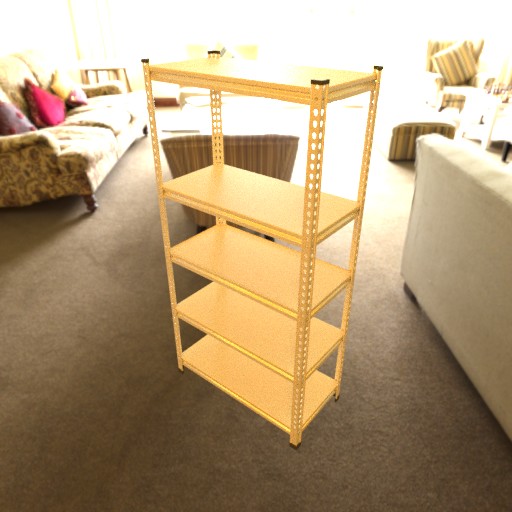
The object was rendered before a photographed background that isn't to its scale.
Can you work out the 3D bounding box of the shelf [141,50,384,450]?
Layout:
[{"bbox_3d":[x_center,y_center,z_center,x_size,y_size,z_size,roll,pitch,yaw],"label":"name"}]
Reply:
[{"bbox_3d":[0.000,0.000,2.267,0.914,1.829,0.457,22,37,33],"label":"shelf"}]
